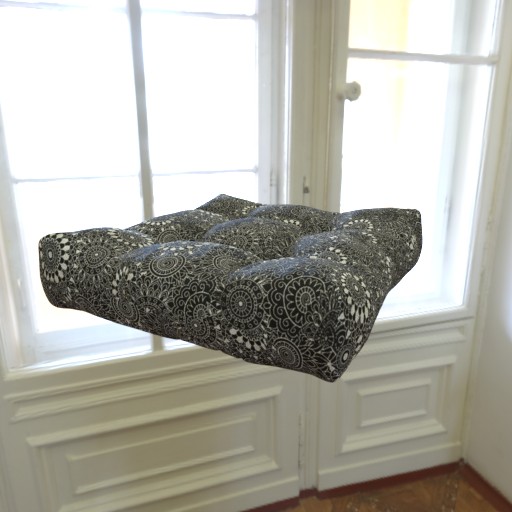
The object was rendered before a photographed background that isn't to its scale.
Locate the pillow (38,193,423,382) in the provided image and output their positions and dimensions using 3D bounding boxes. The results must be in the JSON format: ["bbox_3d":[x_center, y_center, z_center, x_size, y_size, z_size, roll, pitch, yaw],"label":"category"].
[{"bbox_3d":[0.000,0.000,0.732,0.468,0.128,0.490,9,19,27],"label":"pillow"}]
